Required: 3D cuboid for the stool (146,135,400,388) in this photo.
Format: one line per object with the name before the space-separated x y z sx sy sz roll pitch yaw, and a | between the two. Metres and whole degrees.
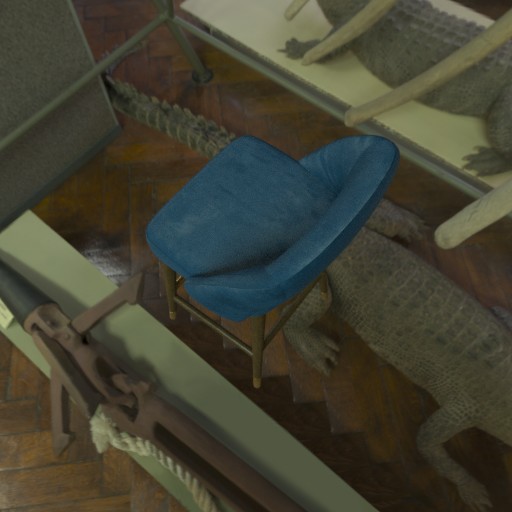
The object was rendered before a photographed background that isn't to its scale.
stool | 0.000 0.000 1.321 0.515 1.016 0.514 36 69 16
